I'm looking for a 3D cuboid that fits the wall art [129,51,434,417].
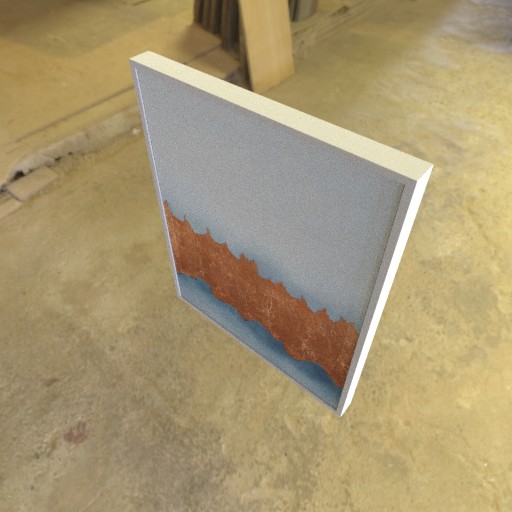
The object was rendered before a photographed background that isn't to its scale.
[{"bbox_3d":[0.000,0.000,0.752,0.451,0.553,0.039,31,54,26],"label":"wall art"}]
